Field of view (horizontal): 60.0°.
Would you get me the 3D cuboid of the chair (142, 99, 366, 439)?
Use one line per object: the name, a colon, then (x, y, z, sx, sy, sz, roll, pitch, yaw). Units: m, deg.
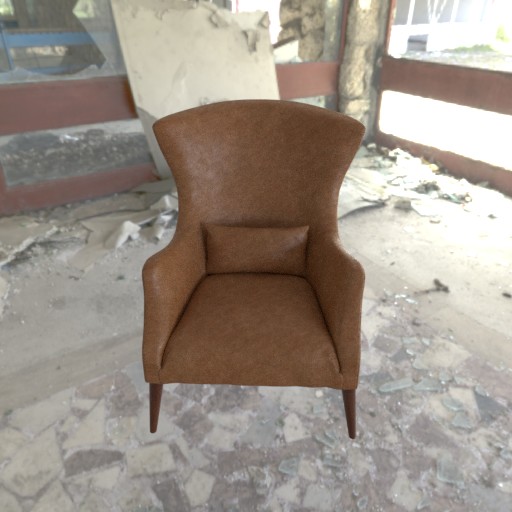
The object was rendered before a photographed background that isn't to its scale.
chair: (0.000, 0.000, 1.823, 0.846, 1.067, 0.955, 1, 30, 2)
